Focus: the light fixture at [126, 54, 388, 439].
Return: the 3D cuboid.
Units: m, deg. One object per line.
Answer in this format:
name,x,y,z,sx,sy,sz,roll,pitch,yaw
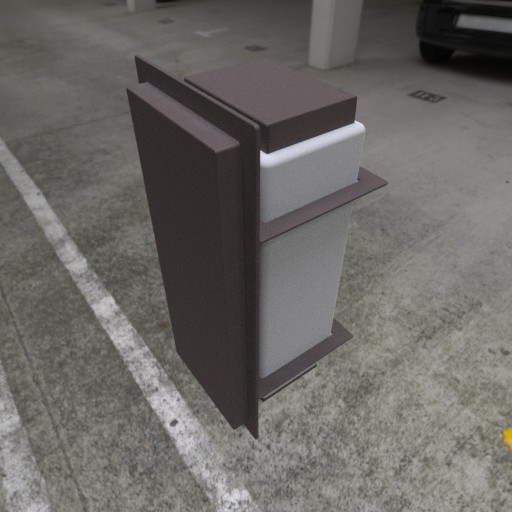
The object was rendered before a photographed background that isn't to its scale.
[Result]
light fixture,0.000,0.000,0.421,0.146,0.347,0.153,-26,47,-27
